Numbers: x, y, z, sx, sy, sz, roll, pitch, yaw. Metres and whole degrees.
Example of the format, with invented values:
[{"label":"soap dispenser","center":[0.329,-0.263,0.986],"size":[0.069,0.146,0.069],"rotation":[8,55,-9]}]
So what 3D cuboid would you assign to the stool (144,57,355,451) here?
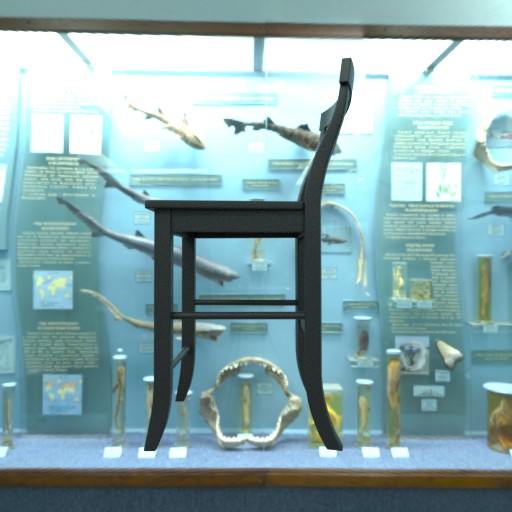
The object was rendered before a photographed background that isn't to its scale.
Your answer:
[{"label":"stool","center":[0.000,0.000,1.324],"size":[0.559,0.989,0.452],"rotation":[0,0,1]}]
